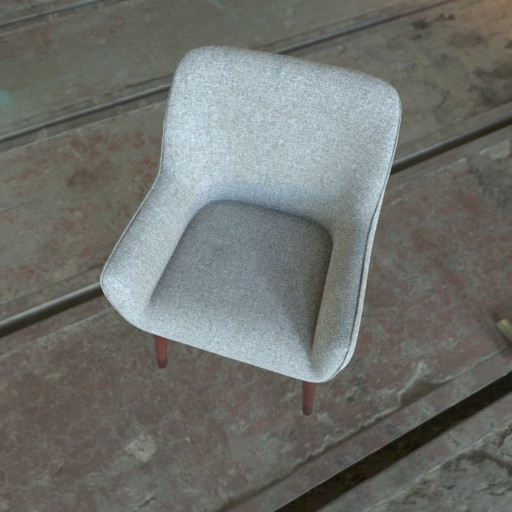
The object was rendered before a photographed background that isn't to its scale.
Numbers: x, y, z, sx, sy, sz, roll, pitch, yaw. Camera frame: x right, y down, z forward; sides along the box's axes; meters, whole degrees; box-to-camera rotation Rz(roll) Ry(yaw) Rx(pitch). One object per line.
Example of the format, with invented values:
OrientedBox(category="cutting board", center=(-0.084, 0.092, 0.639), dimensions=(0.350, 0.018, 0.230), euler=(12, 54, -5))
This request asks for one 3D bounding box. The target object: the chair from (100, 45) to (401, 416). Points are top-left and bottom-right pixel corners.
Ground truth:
OrientedBox(category="chair", center=(0.000, 0.000, 1.128), dimensions=(0.543, 0.803, 0.519), euler=(15, 59, 9))
